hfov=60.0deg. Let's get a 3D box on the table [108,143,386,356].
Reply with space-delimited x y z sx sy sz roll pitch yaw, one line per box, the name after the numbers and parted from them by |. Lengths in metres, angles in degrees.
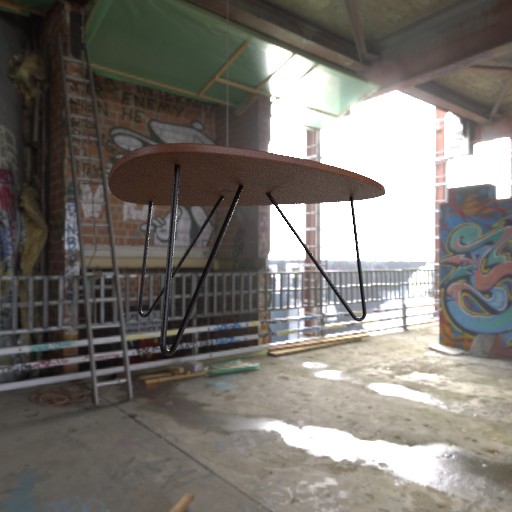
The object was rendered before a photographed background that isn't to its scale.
0.000 0.000 1.296 0.821 0.413 0.833 0 -1 -19 | table
